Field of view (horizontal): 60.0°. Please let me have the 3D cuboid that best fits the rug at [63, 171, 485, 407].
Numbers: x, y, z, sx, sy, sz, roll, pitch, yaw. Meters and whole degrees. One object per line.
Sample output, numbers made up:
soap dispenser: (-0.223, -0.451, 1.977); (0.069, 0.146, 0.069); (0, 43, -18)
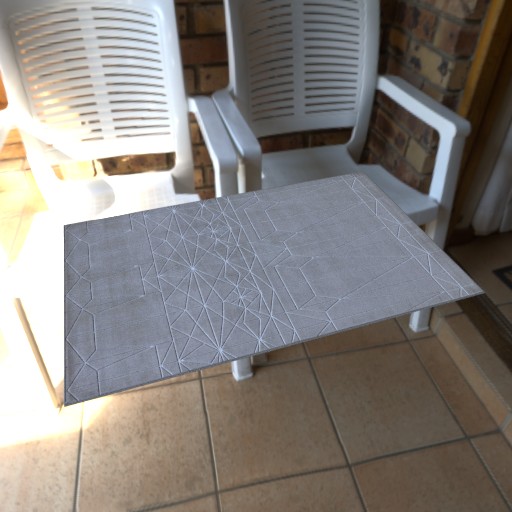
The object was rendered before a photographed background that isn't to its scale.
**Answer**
rug: (0.000, 0.000, 2.957); (2.438, 0.012, 1.524); (-12, 42, -14)
